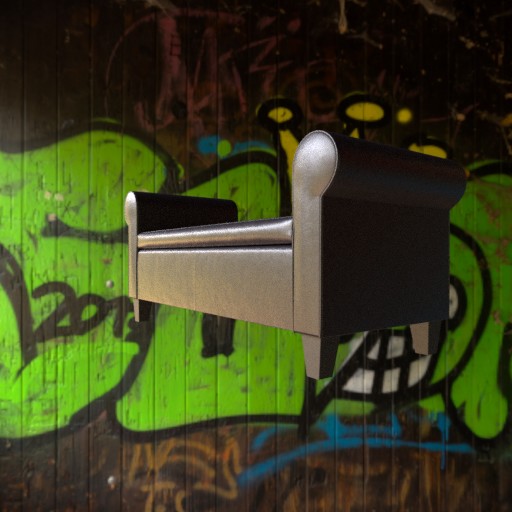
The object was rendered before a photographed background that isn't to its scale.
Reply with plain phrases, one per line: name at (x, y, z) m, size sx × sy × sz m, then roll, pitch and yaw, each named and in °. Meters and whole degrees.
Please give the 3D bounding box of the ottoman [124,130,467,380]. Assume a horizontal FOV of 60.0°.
ottoman at (0.000, 0.000, 1.560) m, size 0.521 × 0.547 × 1.256 m, roll 0°, pitch 0°, yaw -36°
